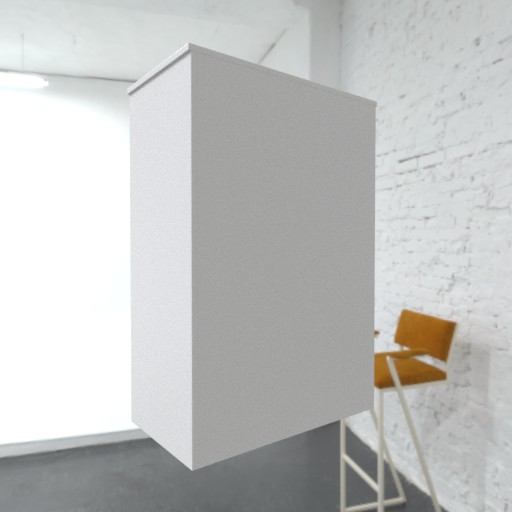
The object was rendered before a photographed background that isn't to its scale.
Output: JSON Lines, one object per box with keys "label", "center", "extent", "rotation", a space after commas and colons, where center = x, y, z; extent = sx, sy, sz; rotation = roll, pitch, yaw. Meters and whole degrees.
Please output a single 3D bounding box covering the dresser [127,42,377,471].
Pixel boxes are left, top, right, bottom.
{"label": "dresser", "center": [0.000, 0.000, 1.425], "extent": [0.704, 1.021, 0.401], "rotation": [-1, 1, -37]}
